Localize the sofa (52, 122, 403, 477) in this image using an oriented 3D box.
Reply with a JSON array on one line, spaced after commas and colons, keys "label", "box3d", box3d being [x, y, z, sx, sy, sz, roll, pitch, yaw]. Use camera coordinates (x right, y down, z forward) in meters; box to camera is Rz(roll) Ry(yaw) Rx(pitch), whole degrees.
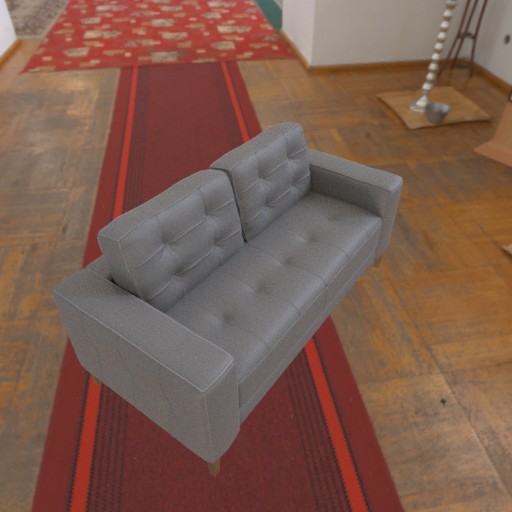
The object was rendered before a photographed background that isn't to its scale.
[{"label": "sofa", "box3d": [0.000, 0.000, 2.228, 0.833, 0.892, 1.726, 25, 46, 27]}]
